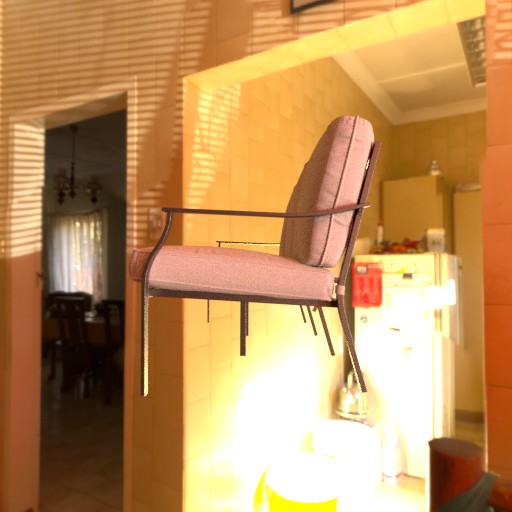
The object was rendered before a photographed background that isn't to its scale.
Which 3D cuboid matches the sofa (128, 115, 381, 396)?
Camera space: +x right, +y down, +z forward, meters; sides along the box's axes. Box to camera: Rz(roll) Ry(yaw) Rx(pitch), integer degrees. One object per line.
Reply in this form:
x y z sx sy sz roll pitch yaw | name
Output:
0.000 0.000 2.168 0.787 0.860 1.740 0 -1 0 | sofa
